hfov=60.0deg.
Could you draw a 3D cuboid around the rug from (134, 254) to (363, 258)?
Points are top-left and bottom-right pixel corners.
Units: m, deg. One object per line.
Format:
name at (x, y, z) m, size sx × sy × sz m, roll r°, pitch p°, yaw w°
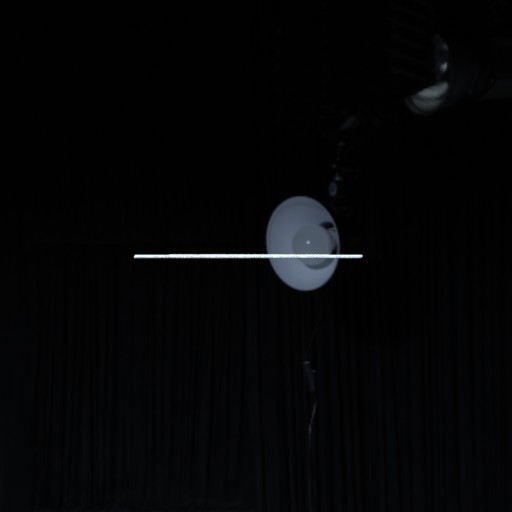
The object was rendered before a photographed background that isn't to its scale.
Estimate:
rug at (0.000, 0.000, 2.673) m, size 0.759 × 0.012 × 2.430 m, roll 0°, pitch 0°, yaw 1°
